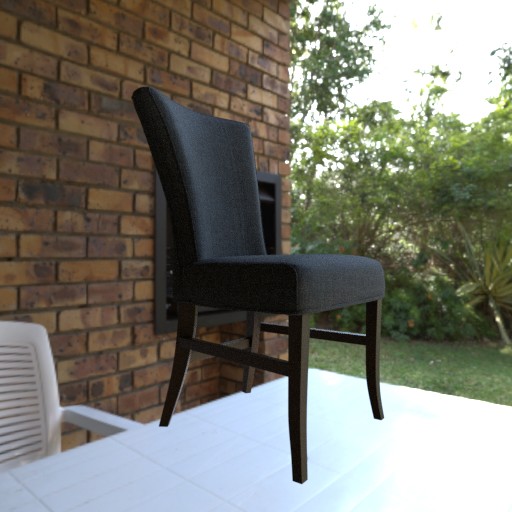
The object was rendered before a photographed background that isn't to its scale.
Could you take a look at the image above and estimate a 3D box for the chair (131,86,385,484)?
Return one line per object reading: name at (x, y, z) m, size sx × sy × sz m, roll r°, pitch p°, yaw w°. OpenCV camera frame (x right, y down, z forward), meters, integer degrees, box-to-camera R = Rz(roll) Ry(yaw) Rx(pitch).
chair at (0.000, 0.000, 1.342) m, size 0.660 × 0.991 × 0.520 m, roll 0°, pitch 0°, yaw 37°
